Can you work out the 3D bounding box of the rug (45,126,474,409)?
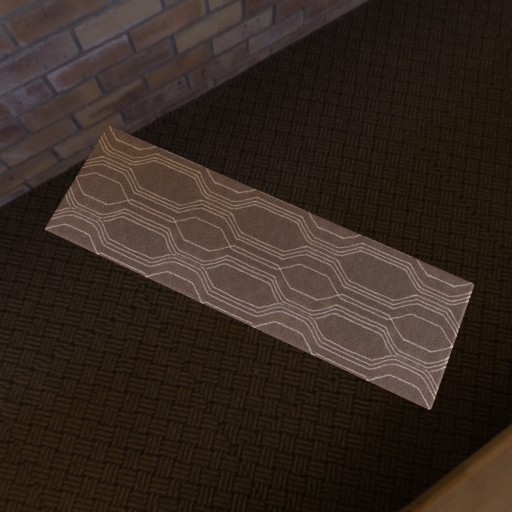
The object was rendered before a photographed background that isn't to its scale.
[{"bbox_3d":[0.000,0.000,2.640,2.464,0.012,0.773,24,77,6],"label":"rug"}]
